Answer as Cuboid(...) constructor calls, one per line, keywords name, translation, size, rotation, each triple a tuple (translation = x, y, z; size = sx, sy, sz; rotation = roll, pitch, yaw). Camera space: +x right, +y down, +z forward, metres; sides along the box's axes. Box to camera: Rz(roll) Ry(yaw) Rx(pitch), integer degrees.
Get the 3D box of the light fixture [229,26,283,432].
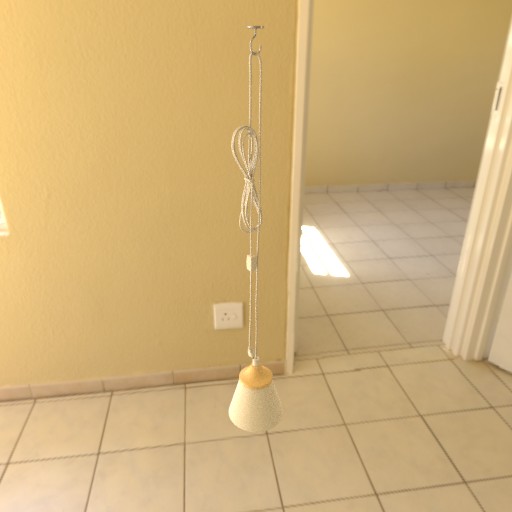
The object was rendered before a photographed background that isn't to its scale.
Cuboid(name="light fixture", translation=(0.000, 0.000, 1.049), size=(0.153, 0.966, 0.153), rotation=(-8, 26, -16))
